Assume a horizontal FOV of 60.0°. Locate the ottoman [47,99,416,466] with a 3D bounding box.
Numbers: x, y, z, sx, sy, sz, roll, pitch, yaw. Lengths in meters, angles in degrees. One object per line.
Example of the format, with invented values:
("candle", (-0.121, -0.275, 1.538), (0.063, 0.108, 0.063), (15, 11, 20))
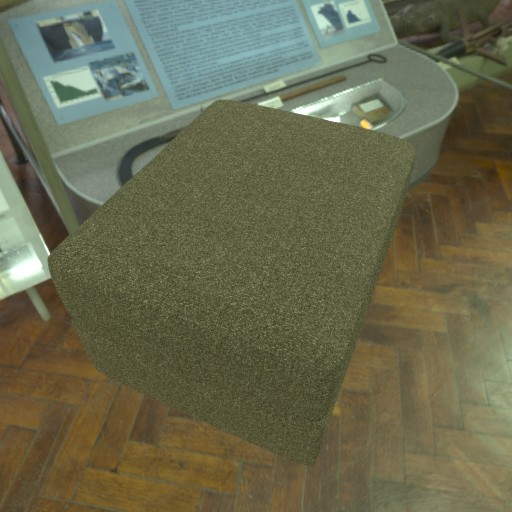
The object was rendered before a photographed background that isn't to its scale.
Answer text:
("ottoman", (0.000, 0.000, 1.109), (0.598, 0.476, 0.742), (18, 49, 17))
